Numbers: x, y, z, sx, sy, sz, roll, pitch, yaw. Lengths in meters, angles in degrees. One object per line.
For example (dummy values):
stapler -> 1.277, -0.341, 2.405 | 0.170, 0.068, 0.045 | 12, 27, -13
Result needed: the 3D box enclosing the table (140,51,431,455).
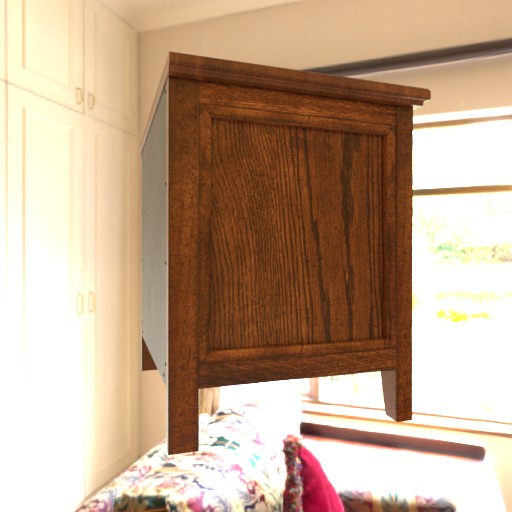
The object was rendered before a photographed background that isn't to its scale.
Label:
table -> 0.000, 0.000, 0.989 | 0.461, 0.597, 0.586 | 0, 0, -19
